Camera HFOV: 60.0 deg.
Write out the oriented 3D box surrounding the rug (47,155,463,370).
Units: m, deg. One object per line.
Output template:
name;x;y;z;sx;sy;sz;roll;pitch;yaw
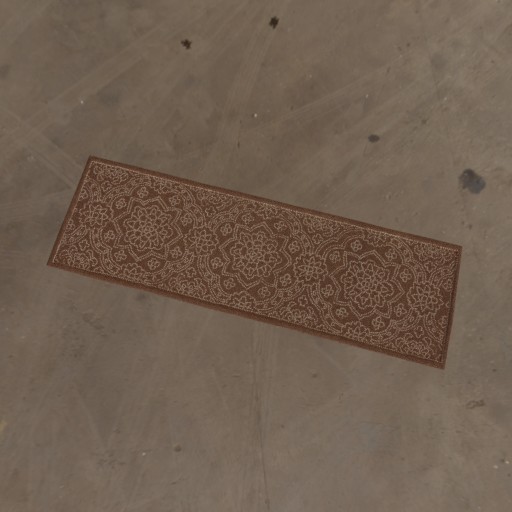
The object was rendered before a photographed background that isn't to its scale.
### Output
rug;0.000;0.000;2.717;2.448;0.012;0.769;14;76;4
